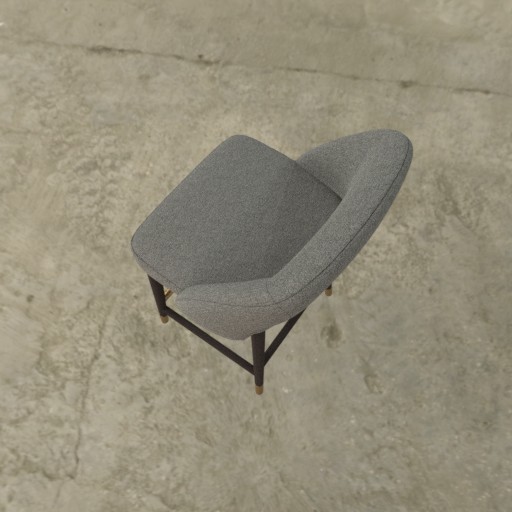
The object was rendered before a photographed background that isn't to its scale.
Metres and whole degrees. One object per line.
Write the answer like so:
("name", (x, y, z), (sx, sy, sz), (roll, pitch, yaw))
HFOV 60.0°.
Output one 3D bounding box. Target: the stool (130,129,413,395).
("stool", (0.000, 0.000, 1.217), (0.524, 0.925, 0.536), (33, 68, 15))
